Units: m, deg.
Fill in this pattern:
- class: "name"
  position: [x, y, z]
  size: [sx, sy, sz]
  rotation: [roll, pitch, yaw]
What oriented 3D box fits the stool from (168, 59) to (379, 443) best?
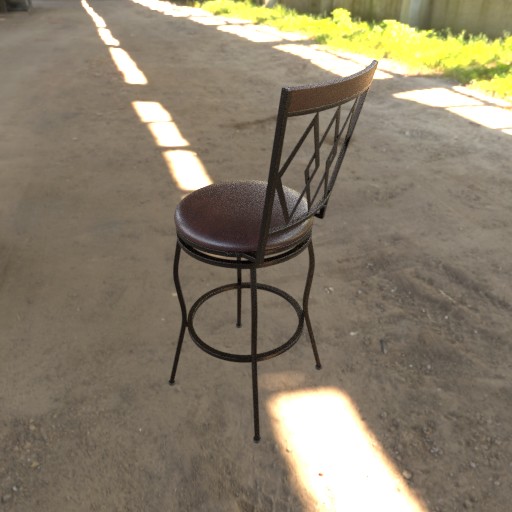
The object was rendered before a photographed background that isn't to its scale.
- class: "stool"
  position: [0.000, 0.000, 1.394]
  size: [0.521, 1.134, 0.432]
  rotation: [22, 39, 31]
